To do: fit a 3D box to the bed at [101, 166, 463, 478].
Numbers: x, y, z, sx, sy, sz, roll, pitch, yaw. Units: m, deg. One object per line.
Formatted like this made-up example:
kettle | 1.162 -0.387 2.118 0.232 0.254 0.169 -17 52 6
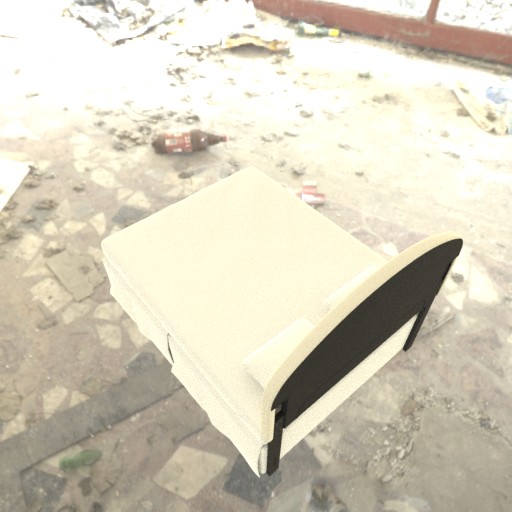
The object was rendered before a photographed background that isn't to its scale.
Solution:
bed | 0.000 0.000 3.079 1.607 1.410 2.005 -32 54 -26
